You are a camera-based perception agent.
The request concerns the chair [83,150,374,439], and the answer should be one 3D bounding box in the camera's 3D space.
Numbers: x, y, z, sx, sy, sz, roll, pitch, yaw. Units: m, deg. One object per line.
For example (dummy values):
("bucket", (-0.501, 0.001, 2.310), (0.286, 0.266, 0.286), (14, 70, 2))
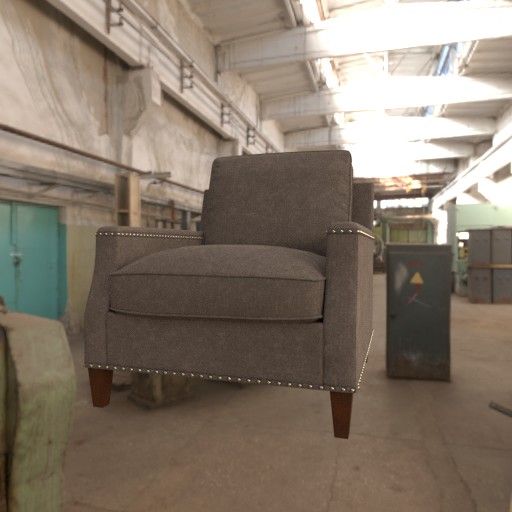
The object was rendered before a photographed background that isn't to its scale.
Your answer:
("chair", (0.000, 0.000, 1.718), (0.853, 0.948, 1.014), (0, 1, 17))
